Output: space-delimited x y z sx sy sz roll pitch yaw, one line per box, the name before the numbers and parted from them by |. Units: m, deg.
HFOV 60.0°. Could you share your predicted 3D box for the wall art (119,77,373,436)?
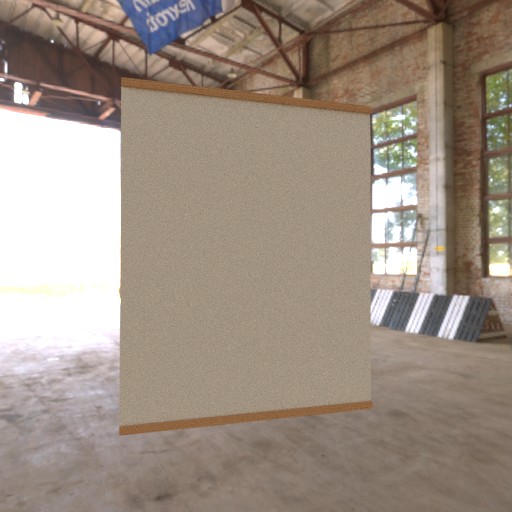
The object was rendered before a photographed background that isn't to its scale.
wall art | 0.000 0.000 0.690 0.404 0.507 0.010 0 -1 -17
